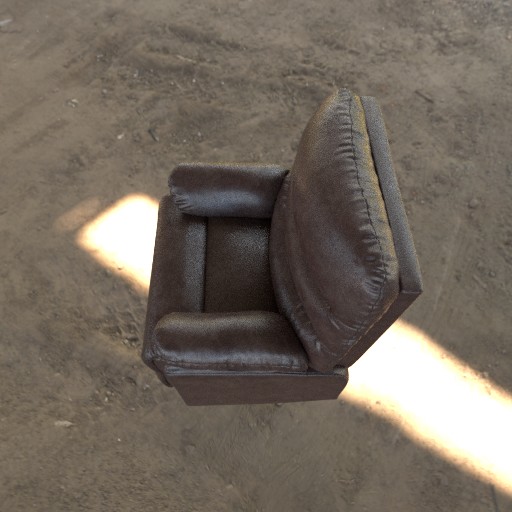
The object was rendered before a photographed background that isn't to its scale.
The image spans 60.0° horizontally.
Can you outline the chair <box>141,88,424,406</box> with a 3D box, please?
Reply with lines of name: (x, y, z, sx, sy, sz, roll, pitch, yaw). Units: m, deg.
chair: (0.000, 0.000, 1.747, 0.879, 1.041, 0.940, -1, 59, -1)
